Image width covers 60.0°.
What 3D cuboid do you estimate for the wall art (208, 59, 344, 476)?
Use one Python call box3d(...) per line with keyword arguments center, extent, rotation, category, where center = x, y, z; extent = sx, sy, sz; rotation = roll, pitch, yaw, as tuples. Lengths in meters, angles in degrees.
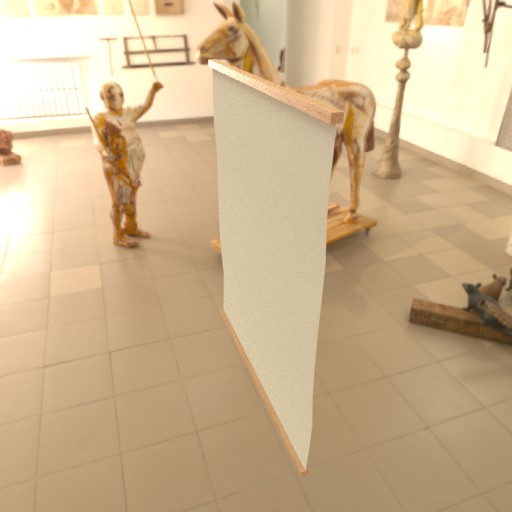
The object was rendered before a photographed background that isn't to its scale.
box3d(center=(0.000, 0.000, 0.674), extent=(0.013, 0.508, 0.406), rotation=(-11, 32, -17), category="wall art")
